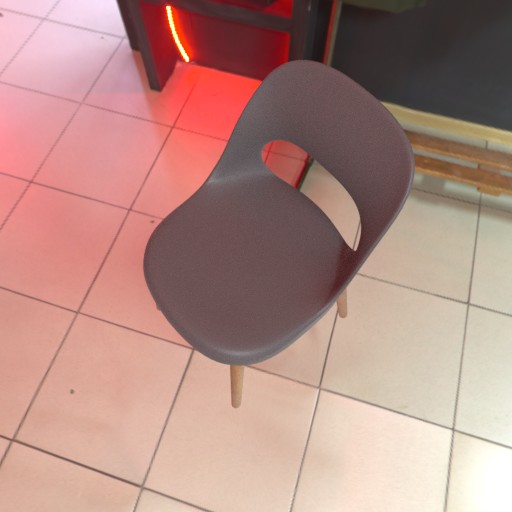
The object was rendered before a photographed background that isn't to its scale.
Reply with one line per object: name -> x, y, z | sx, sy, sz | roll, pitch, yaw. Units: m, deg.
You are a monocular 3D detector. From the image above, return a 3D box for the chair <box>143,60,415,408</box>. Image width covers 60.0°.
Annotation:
chair -> 0.000, 0.000, 1.156 | 0.556, 0.795, 0.470 | -37, 70, -16
